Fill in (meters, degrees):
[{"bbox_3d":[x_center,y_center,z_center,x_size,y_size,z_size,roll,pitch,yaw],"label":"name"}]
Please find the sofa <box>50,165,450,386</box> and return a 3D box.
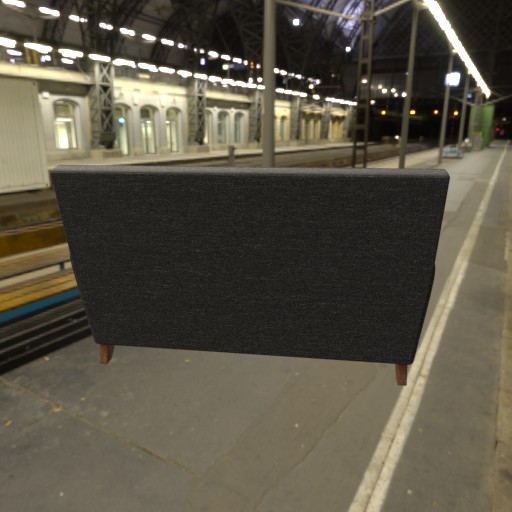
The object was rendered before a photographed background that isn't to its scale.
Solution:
[{"bbox_3d":[0.000,0.000,1.994,1.420,0.846,0.875,2,16,8],"label":"sofa"}]
